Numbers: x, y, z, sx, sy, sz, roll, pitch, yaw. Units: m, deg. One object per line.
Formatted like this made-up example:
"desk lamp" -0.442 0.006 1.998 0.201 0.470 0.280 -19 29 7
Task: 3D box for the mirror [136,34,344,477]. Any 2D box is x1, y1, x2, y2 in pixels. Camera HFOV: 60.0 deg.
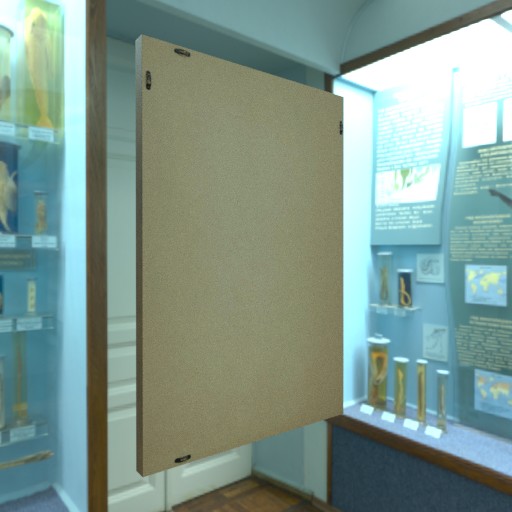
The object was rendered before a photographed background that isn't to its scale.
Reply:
"mirror" 0.000 0.000 1.110 0.609 0.915 0.040 0 0 -37
